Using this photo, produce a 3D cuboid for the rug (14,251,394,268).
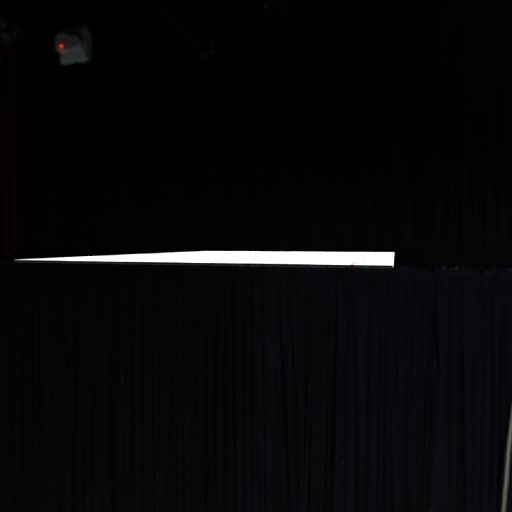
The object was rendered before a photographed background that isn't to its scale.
[{"bbox_3d":[0.000,0.000,3.901,2.317,0.016,2.959,1,2,17],"label":"rug"}]
